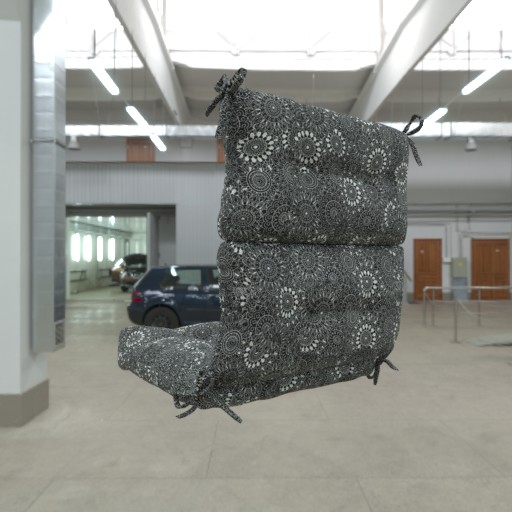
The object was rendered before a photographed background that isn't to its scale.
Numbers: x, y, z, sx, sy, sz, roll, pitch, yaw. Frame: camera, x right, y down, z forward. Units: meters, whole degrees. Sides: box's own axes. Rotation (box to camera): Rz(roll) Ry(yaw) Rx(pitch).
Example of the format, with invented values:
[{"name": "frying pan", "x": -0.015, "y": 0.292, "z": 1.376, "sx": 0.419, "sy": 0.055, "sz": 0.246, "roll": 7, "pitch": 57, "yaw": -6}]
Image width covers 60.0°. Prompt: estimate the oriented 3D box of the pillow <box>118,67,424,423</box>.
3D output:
[{"name": "pillow", "x": 0.000, "y": 0.000, "z": 1.021, "sx": 0.519, "sy": 0.605, "sz": 0.571, "roll": 0, "pitch": 0, "yaw": -36}]
